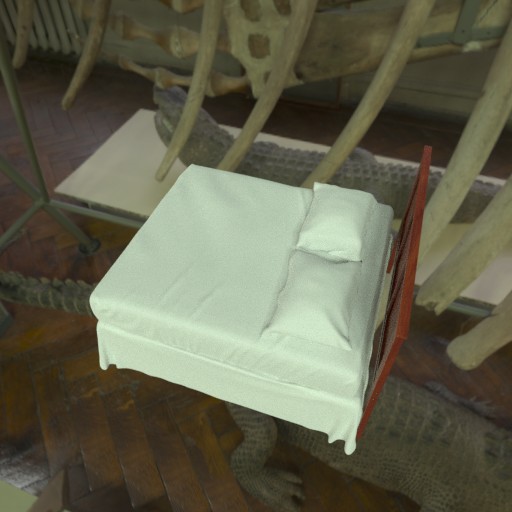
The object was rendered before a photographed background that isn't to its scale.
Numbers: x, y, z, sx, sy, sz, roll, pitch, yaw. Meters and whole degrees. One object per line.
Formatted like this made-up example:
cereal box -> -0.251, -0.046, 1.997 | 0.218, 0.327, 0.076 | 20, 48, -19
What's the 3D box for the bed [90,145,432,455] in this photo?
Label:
bed -> 0.000, 0.000, 3.238 | 2.050, 1.270, 1.870 | 14, 48, 13
